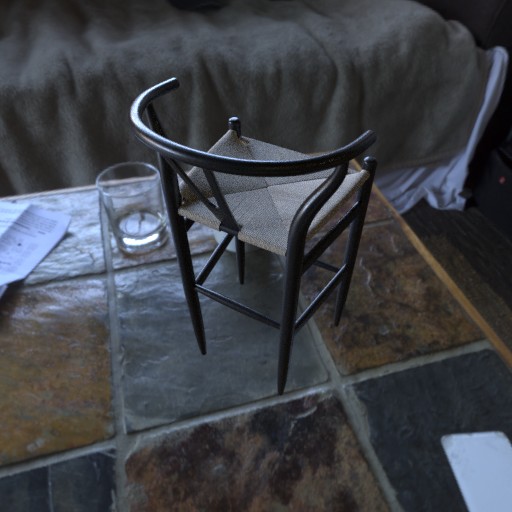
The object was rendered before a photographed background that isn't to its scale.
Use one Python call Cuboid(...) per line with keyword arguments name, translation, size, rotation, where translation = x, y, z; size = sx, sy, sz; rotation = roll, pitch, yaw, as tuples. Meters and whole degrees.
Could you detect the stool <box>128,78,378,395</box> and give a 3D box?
Cuboid(name="stool", translation=(0.000, 0.000, 1.392), size=(0.569, 1.072, 0.579), rotation=(22, 50, 20))
